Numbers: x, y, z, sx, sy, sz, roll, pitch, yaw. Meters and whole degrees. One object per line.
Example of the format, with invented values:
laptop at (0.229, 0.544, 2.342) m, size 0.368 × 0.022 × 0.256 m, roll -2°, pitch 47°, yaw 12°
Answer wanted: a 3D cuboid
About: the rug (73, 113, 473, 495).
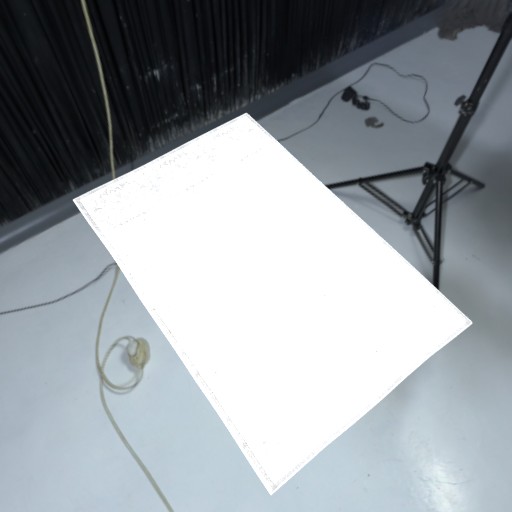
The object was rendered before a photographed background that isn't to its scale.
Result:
rug at (0.000, 0.000, 3.453) m, size 1.819 × 0.018 × 2.746 m, roll -32°, pitch 63°, yaw -18°
